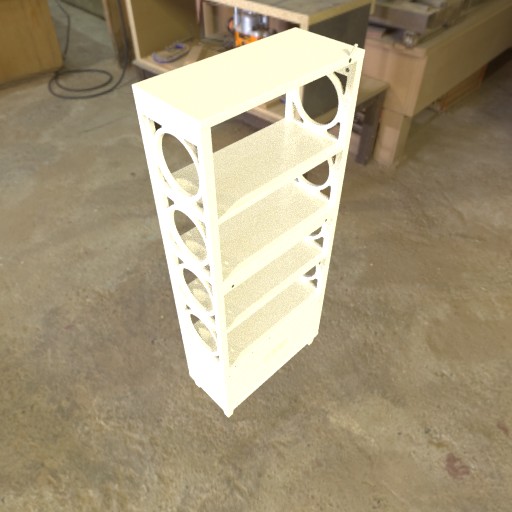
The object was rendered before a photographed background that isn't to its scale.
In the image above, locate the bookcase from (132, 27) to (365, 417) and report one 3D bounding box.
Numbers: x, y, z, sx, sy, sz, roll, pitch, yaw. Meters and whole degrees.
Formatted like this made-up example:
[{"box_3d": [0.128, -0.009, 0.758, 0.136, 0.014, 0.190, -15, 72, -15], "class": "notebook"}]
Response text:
[{"box_3d": [0.000, 0.000, 2.108, 0.761, 1.869, 0.361, -34, 54, -30], "class": "bookcase"}]
